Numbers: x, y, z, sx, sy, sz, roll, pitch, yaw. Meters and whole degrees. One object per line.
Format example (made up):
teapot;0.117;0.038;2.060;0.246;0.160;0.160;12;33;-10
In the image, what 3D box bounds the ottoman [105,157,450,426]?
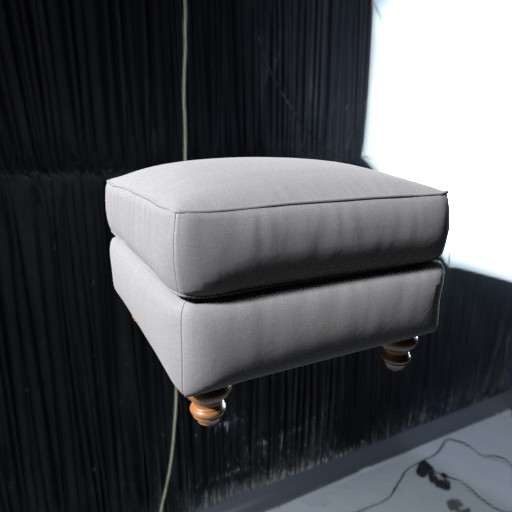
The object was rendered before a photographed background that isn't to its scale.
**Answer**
ottoman;0.000;0.000;1.164;0.662;0.505;0.721;-7;16;-26
